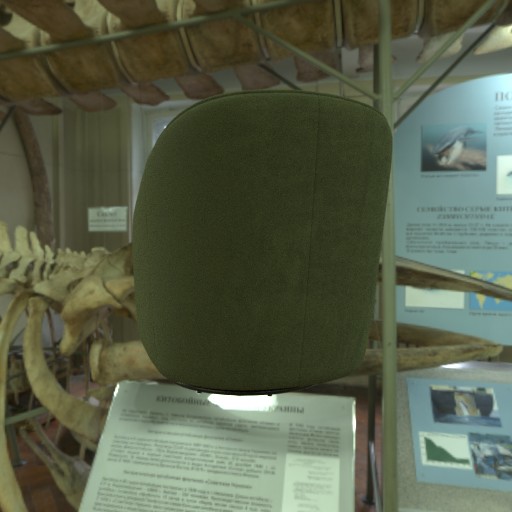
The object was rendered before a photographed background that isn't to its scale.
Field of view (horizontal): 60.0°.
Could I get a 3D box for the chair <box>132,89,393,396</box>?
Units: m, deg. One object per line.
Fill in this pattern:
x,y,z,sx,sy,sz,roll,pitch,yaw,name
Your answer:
0.000,0.000,1.451,0.747,0.799,0.875,-1,2,-19,chair
